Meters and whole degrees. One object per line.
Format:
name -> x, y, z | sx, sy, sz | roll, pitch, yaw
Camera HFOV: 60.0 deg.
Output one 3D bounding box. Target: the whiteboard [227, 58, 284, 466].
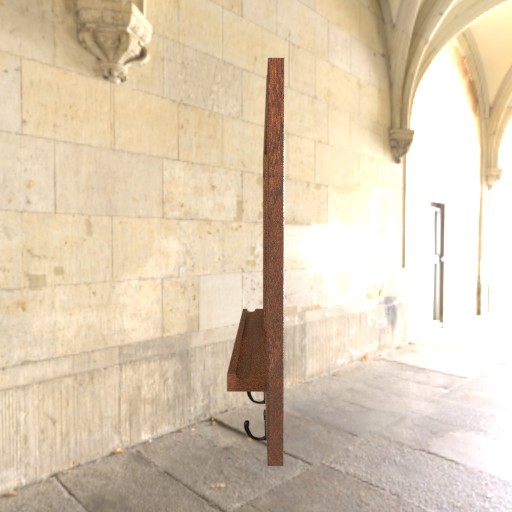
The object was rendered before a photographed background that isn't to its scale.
whiteboard -> 0.000, 0.000, 0.997 | 0.083, 0.559, 0.783 | 0, 2, 0
